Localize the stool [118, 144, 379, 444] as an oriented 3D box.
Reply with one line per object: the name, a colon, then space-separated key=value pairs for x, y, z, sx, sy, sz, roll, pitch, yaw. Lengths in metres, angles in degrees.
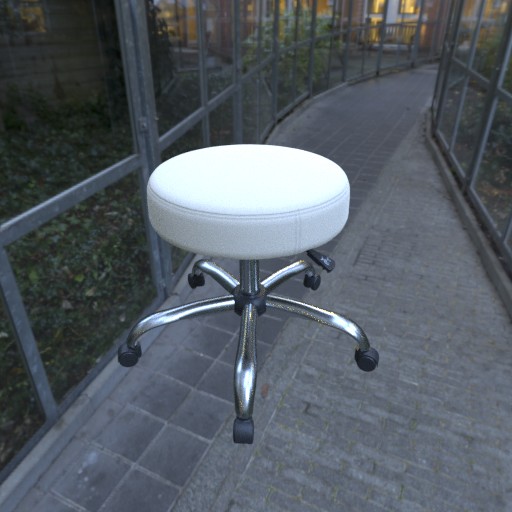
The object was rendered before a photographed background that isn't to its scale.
stool: x=0.000 y=0.000 z=1.069 sx=0.634 sy=0.482 sz=0.614 roll=21 pitch=36 yaw=32
